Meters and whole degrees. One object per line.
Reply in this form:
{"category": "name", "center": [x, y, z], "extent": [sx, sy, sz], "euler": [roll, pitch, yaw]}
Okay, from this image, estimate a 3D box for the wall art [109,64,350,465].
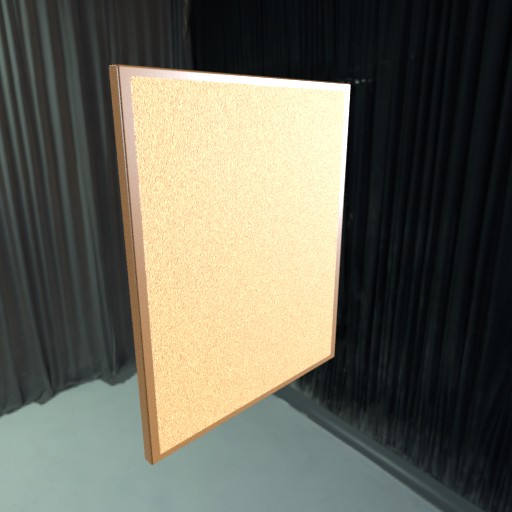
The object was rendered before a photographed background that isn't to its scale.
{"category": "wall art", "center": [0.000, 0.000, 0.503], "extent": [0.310, 0.379, 0.015], "euler": [-16, 24, -42]}
